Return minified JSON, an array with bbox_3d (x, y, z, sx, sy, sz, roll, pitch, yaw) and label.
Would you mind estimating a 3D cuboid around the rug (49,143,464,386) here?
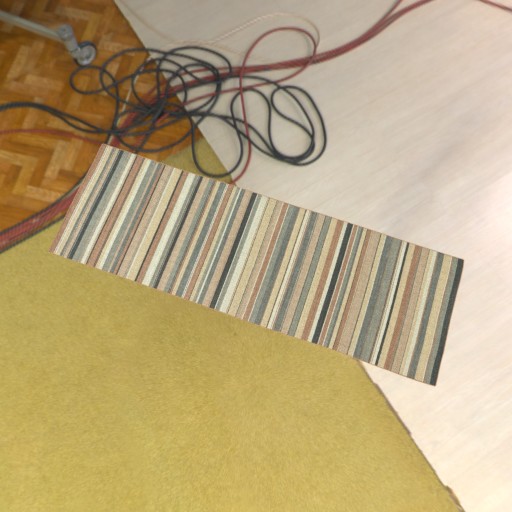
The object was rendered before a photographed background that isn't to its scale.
[{"bbox_3d":[0.000,0.000,2.728,2.444,0.010,0.799,18,75,5],"label":"rug"}]
